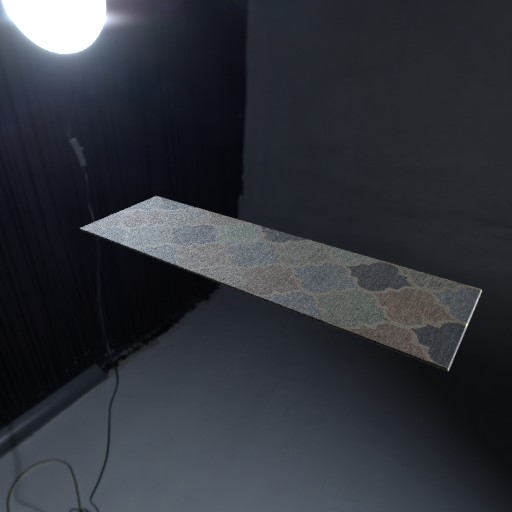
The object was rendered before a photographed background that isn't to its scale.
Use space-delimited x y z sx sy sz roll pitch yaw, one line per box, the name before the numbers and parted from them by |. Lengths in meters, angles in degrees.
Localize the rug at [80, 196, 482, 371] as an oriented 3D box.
rug | 0.000 0.000 2.546 2.287 0.011 0.687 18 34 29
